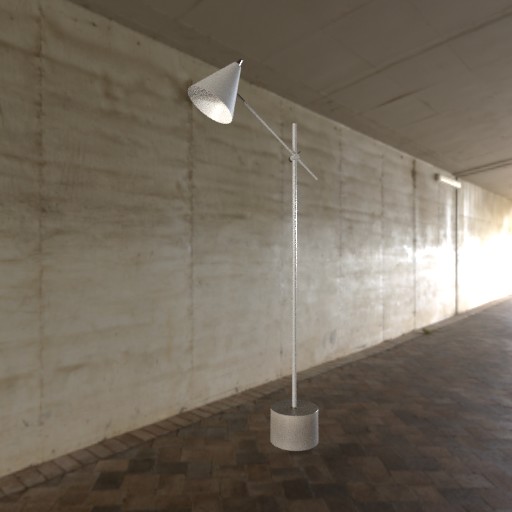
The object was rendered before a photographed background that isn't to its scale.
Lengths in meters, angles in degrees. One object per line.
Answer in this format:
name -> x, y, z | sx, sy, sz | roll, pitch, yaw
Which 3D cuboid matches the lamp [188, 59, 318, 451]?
lamp -> 0.000, 0.000, 1.647 | 0.508, 1.430, 0.223 | 0, 1, -17
